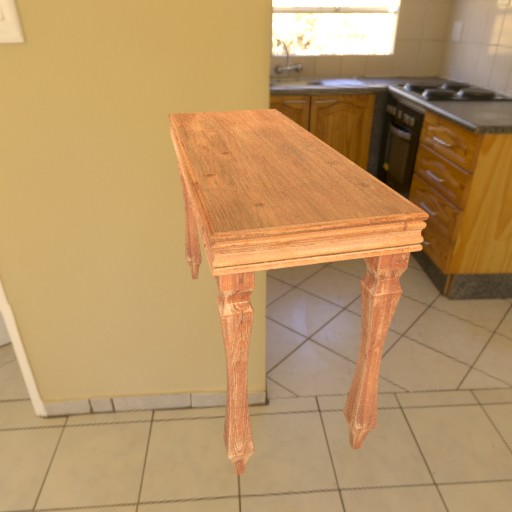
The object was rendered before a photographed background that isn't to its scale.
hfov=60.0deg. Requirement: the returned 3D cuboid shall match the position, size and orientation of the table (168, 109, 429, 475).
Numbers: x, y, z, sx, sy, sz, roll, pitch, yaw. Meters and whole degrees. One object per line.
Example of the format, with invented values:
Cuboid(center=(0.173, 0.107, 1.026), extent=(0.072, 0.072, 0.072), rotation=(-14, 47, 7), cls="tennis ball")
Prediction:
Cuboid(center=(0.000, 0.000, 1.768), extent=(0.522, 0.873, 1.330), rotation=(-7, 30, -12), cls="table")
